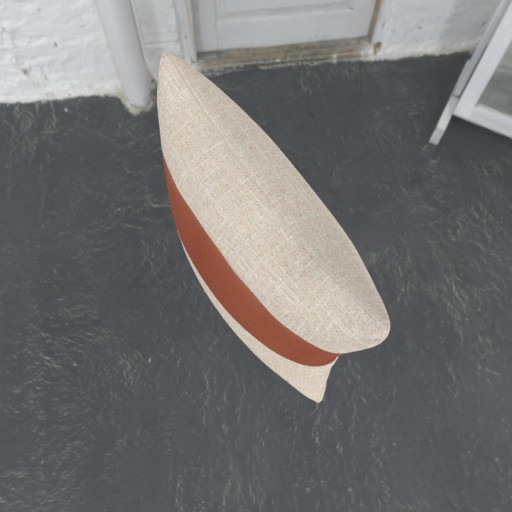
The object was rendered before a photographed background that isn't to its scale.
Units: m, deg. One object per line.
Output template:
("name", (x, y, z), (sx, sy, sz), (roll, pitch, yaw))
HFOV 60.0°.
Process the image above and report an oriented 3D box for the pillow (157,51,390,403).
("pillow", (0.000, 0.000, 0.628), (0.173, 0.399, 0.414), (-29, 67, -14))
